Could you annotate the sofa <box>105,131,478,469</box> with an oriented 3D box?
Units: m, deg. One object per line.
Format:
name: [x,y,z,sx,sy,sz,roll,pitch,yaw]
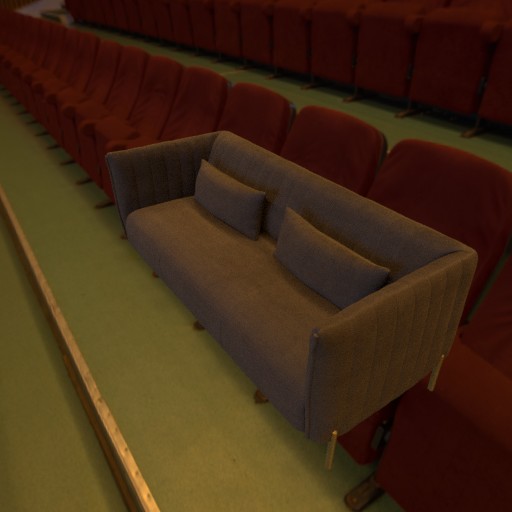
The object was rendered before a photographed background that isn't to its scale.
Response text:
sofa: [0.000,0.000,2.399,0.876,0.780,1.980,-21,39,-29]
